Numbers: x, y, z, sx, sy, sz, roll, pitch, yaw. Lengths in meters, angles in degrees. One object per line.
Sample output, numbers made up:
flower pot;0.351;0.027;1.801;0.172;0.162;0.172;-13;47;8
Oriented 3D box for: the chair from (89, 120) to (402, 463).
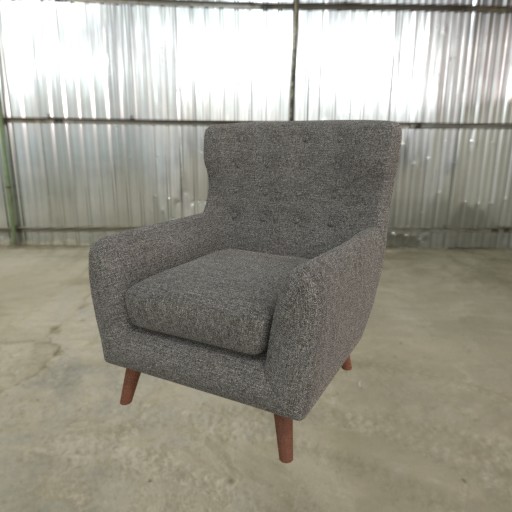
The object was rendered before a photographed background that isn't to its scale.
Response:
chair;0.000;0.000;1.717;0.889;1.039;0.940;7;16;27
